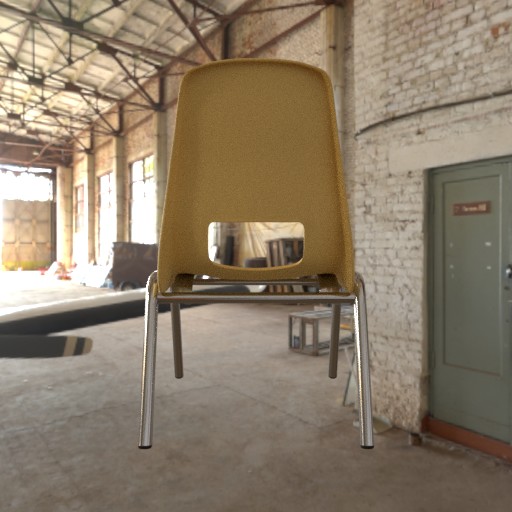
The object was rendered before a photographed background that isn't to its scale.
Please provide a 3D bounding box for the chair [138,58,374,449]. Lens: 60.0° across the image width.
[{"bbox_3d":[0.000,0.000,0.782,0.354,0.536,0.385,0,1,0],"label":"chair"}]
